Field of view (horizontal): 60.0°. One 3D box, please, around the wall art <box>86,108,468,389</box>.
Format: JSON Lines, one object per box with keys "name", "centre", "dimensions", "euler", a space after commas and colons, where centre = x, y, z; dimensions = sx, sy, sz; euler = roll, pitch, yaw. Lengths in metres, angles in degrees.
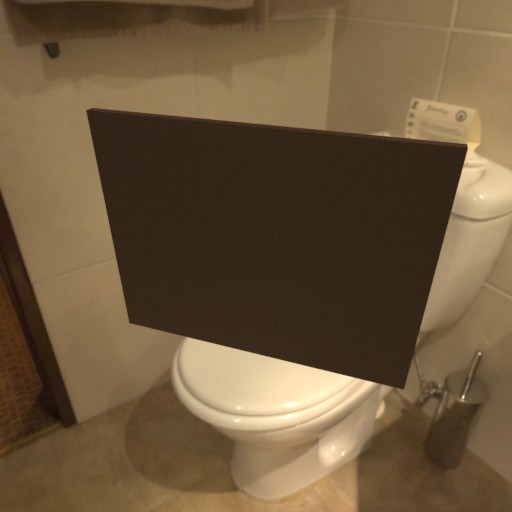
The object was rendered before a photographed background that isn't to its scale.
{"name": "wall art", "centre": [0.000, 0.000, 1.616], "dimensions": [1.207, 0.952, 0.034], "euler": [10, 34, 15]}
